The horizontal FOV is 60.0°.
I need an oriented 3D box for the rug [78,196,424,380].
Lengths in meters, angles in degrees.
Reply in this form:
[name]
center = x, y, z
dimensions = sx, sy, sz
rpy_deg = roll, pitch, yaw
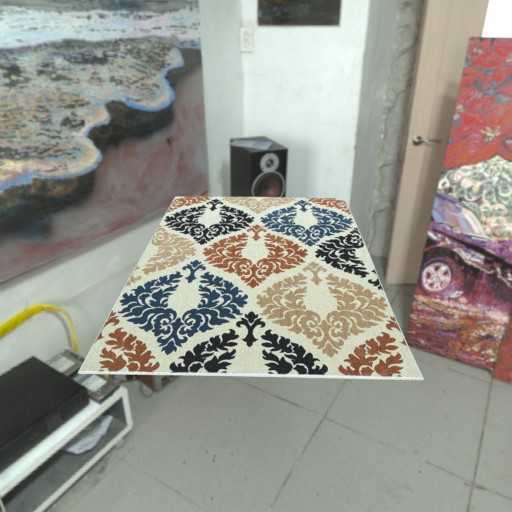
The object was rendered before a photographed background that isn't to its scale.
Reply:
[rug]
center = 0.000, 0.000, 2.934
dimensions = 1.514, 0.014, 2.275
rpy_deg = 1, 27, 1
